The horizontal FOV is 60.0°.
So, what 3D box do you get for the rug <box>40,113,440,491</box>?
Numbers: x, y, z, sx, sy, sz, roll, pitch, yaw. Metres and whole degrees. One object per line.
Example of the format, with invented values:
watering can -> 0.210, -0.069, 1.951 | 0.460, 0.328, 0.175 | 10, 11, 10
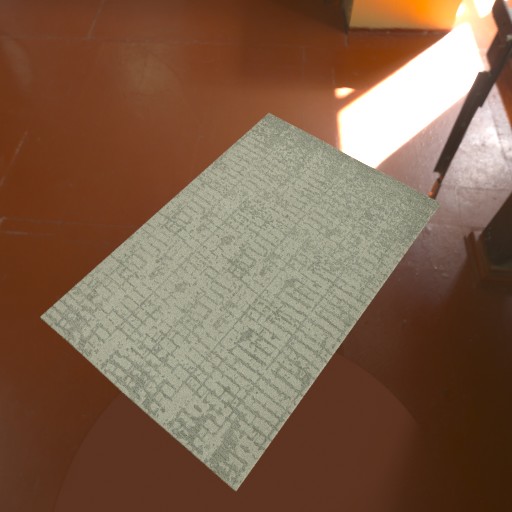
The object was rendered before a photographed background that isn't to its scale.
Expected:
rug -> 0.000, 0.000, 2.312 | 1.211, 0.007, 1.827 | 34, 64, 19
